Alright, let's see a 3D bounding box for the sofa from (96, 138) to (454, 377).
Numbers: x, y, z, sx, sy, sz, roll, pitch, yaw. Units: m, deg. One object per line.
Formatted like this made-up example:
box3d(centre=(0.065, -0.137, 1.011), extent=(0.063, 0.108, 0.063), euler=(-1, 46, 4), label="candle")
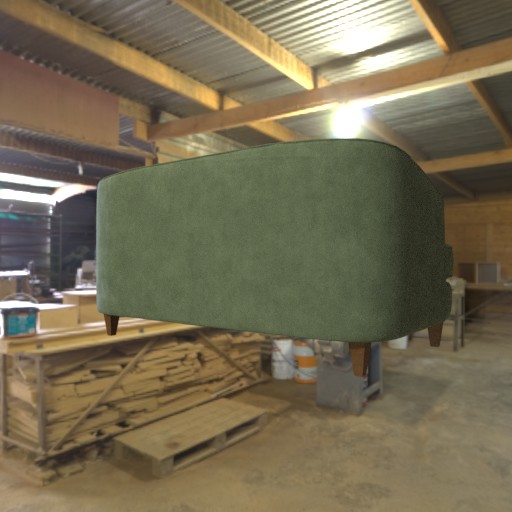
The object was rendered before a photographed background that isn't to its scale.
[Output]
box3d(centre=(0.000, 0.000, 2.274), extent=(1.733, 0.855, 0.941), euler=(0, 0, 36), label="sofa")
